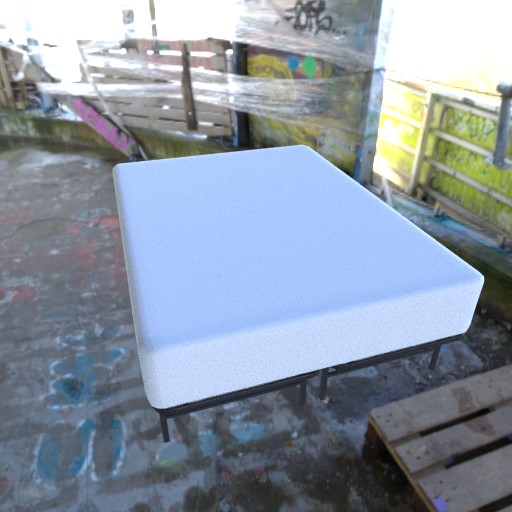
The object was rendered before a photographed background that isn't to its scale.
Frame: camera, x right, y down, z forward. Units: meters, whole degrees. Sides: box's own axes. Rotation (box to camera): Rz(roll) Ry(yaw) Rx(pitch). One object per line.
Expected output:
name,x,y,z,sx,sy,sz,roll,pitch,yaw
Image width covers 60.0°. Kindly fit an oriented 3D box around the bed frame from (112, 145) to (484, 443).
bed frame,0.000,0.000,2.741,1.528,0.677,2.037,-10,33,-15
